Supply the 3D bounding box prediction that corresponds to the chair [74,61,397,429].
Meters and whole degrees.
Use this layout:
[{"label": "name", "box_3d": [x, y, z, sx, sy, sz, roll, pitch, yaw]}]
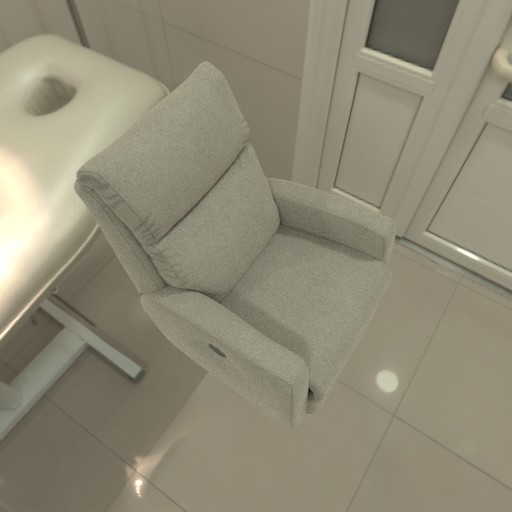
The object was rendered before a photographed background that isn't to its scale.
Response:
[{"label": "chair", "box_3d": [0.000, 0.000, 1.661, 0.940, 1.021, 0.794, 30, 63, 17]}]
